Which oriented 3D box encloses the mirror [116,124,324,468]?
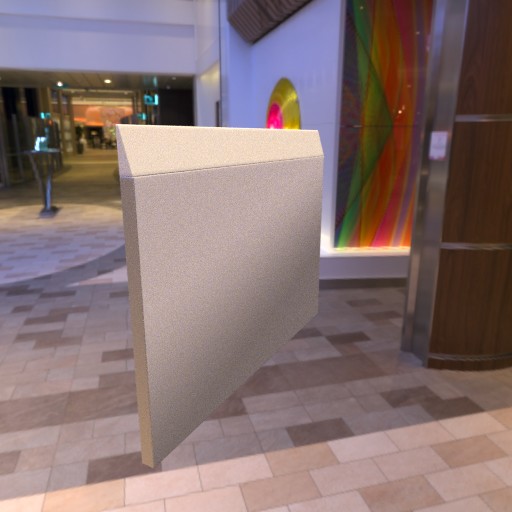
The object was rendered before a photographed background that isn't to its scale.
[{"bbox_3d":[0.000,0.000,1.139,0.030,0.630,0.870,8,17,27],"label":"mirror"}]
